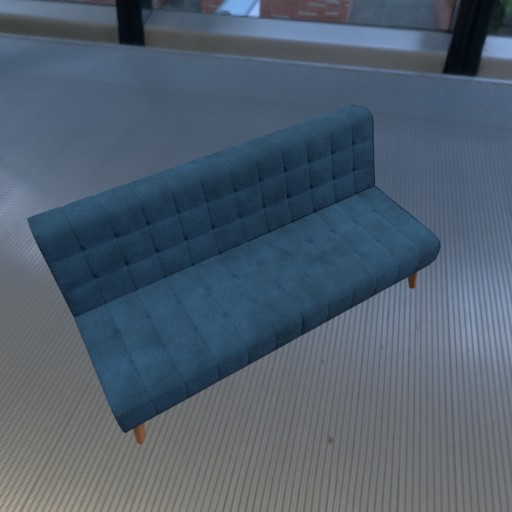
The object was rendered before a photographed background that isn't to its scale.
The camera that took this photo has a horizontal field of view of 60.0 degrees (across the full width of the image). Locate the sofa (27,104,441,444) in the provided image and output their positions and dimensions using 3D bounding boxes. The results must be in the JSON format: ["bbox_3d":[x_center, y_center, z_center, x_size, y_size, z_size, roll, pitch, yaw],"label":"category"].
[{"bbox_3d":[0.000,0.000,2.257,1.804,0.813,0.855,-25,53,-20],"label":"sofa"}]
